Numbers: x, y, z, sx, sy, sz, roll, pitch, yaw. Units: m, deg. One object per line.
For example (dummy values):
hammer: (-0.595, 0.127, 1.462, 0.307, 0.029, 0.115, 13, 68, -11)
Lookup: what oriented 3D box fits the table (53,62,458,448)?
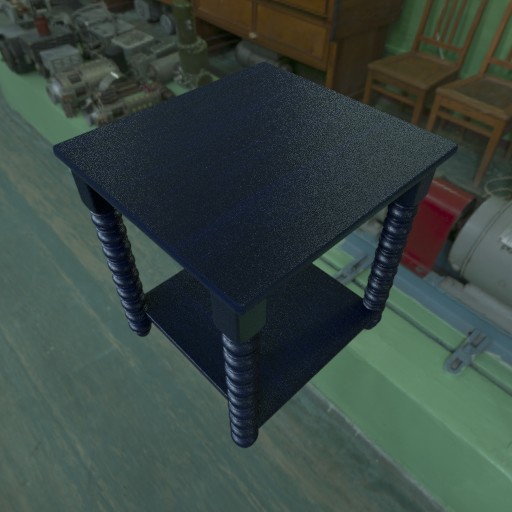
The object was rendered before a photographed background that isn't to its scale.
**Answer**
table: (0.000, 0.000, 0.990, 0.533, 0.567, 0.500, -34, 55, -29)
